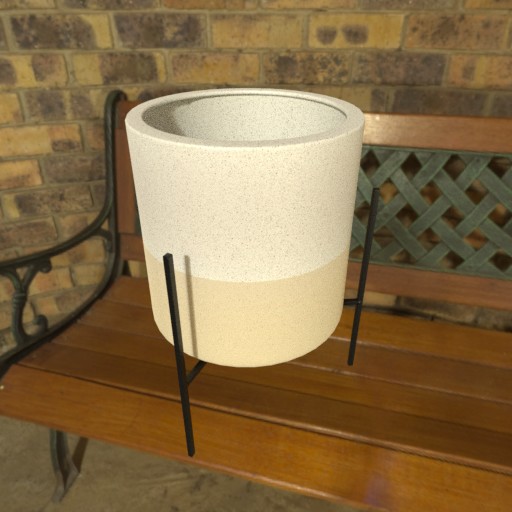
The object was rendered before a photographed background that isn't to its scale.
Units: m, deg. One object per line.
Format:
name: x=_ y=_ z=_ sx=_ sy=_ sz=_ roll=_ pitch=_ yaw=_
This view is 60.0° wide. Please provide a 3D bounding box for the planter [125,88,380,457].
planter: x=0.000 y=0.000 z=0.552 sx=0.267 sy=0.362 sz=0.263 roll=-9 pitch=32 yaw=-14
